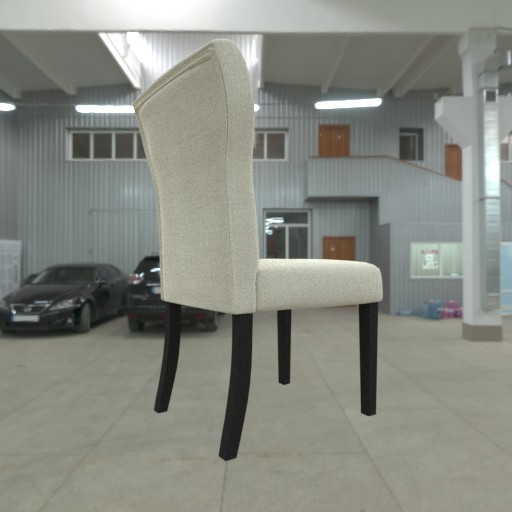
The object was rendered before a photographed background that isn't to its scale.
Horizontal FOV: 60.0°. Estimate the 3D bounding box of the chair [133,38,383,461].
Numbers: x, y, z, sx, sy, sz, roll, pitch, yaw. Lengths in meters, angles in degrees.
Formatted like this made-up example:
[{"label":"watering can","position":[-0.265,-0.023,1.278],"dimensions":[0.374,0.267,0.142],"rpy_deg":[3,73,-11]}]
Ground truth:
[{"label":"chair","position":[0.000,0.000,1.285],"dimensions":[0.597,0.921,0.509],"rpy_deg":[0,0,-36]}]
